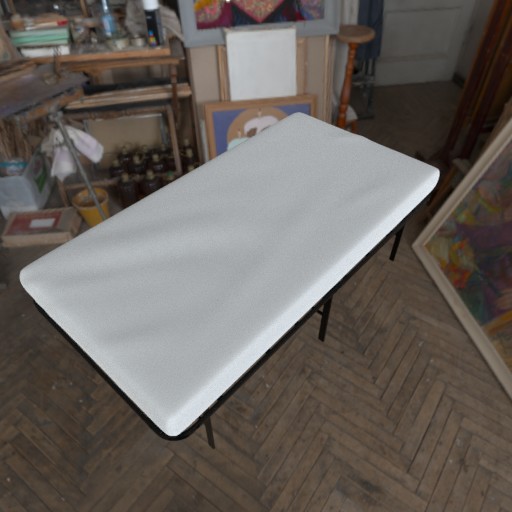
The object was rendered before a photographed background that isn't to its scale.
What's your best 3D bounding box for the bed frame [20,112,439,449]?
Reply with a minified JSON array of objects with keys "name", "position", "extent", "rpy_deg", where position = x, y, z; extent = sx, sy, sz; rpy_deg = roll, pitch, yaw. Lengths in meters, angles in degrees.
[{"name":"bed frame","position":[0.000,0.000,2.281],"extent":[0.989,0.619,1.903],"rpy_deg":[33,54,28]}]
